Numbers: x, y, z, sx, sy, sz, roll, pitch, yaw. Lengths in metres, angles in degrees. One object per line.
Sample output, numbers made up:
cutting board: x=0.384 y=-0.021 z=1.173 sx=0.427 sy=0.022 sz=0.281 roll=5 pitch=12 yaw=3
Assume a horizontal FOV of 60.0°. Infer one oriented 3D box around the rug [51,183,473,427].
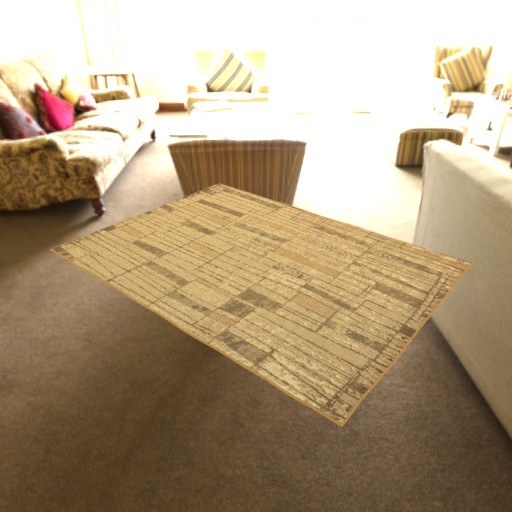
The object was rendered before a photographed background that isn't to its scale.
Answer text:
rug: x=0.000 y=0.000 z=4.333 sx=3.357 sy=0.019 sz=2.449 roll=23 pitch=37 yaw=34
